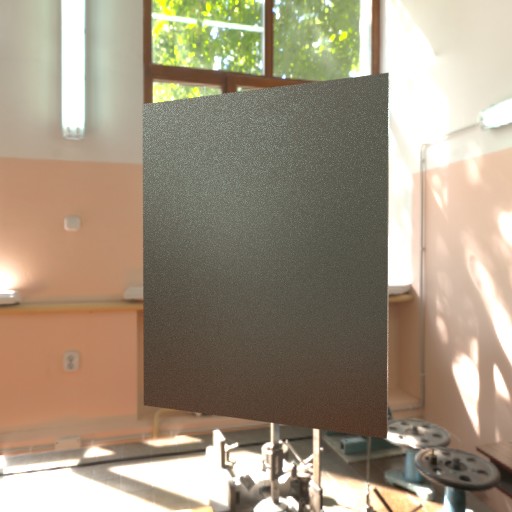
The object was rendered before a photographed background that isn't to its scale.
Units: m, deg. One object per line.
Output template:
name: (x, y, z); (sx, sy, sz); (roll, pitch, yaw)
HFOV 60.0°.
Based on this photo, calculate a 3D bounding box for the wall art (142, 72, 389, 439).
wall art: (0.000, 0.000, 0.775); (0.444, 0.569, 0.025); (0, 1, 20)
